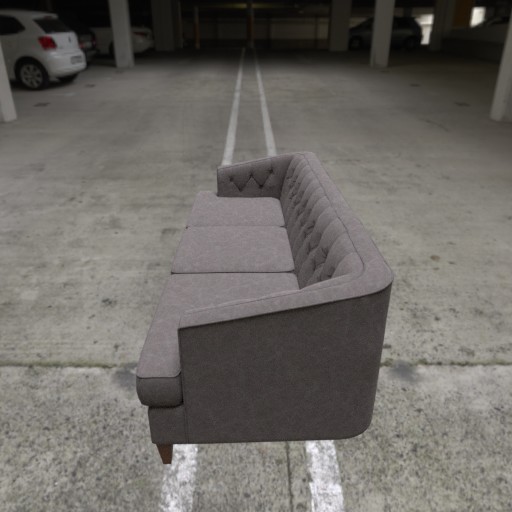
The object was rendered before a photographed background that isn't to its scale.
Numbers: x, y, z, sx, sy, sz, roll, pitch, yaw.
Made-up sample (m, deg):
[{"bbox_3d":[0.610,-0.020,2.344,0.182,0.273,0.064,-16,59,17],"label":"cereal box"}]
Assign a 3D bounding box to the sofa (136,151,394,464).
[{"bbox_3d":[0.000,0.000,2.570,0.917,0.806,2.247,0,25,-1],"label":"sofa"}]
